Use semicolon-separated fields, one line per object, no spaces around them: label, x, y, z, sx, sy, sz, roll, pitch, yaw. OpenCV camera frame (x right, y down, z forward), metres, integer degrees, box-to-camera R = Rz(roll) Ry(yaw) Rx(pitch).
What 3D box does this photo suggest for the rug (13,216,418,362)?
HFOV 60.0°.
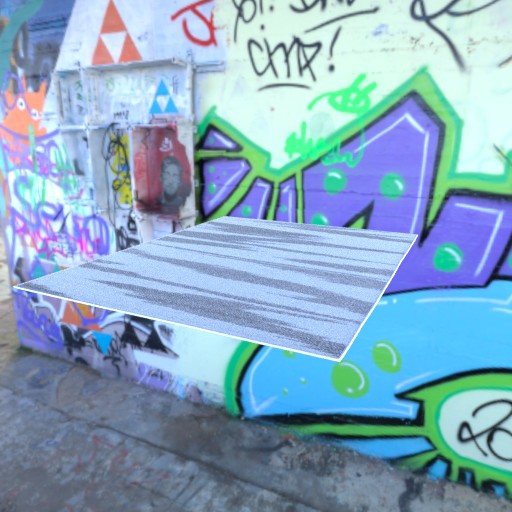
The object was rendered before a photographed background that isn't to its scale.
rug;0.000;0.000;3.873;2.353;0.014;2.945;8;18;25
